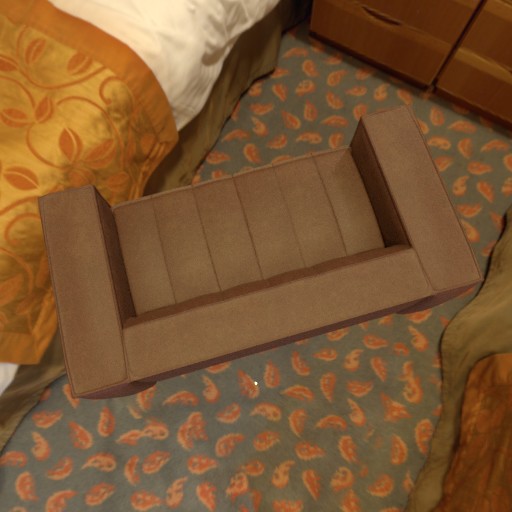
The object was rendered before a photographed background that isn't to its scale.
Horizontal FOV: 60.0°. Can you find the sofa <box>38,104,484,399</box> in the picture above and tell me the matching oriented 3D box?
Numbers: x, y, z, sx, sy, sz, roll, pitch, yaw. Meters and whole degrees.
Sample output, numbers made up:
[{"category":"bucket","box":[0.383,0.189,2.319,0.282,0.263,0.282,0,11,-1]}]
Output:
[{"category":"sofa","box":[0.000,0.000,2.542,2.088,0.703,1.102,-15,75,-4]}]
